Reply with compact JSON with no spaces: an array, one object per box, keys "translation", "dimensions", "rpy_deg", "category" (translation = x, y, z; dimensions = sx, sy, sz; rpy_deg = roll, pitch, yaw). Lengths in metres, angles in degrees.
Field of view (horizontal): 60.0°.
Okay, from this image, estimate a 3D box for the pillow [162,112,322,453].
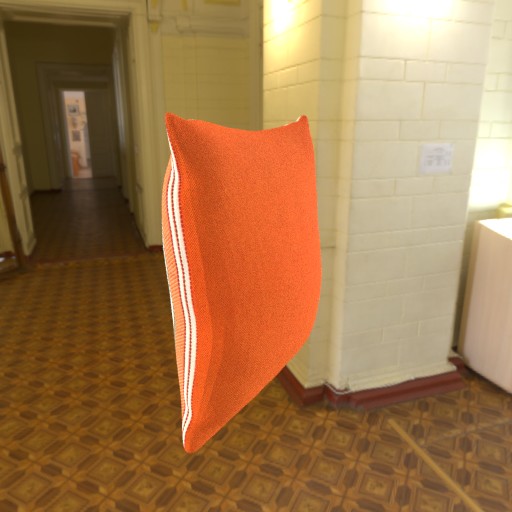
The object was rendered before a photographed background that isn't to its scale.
[{"translation":[0.000,0.000,0.712],"dimensions":[0.182,0.441,0.440],"rpy_deg":[8,18,25],"category":"pillow"}]
